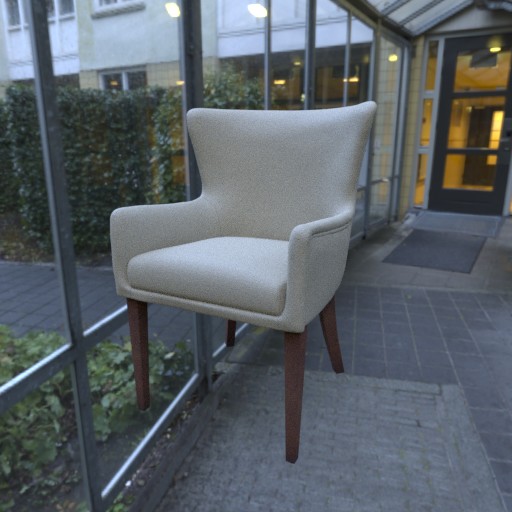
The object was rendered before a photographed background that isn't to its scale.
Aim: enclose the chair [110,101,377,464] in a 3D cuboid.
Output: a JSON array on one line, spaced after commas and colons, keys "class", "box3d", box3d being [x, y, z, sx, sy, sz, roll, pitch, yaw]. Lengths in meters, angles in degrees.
[{"class": "chair", "box3d": [0.000, 0.000, 1.440, 0.660, 0.952, 0.686, 8, 17, 26]}]
